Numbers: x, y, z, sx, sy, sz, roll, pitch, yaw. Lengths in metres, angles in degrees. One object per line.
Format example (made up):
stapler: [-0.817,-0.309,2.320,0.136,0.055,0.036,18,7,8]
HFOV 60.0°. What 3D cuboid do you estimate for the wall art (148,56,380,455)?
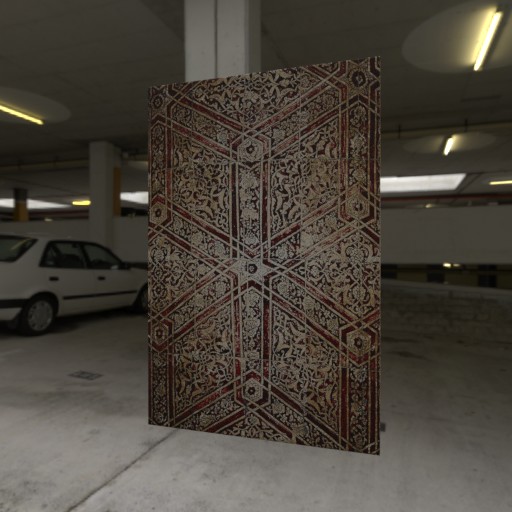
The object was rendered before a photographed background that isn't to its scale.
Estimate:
wall art: [0.000,0.000,1.110,0.599,0.904,0.030,0,0,18]
